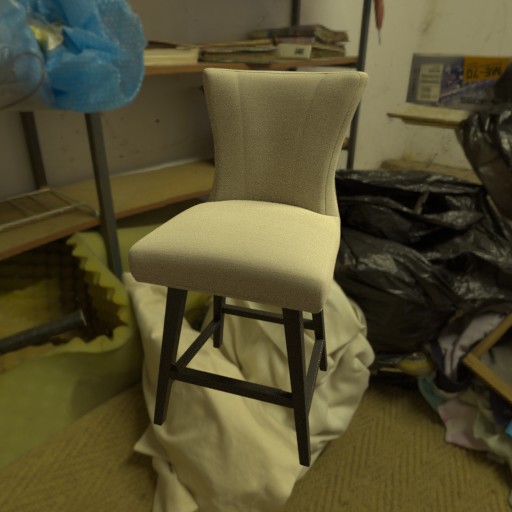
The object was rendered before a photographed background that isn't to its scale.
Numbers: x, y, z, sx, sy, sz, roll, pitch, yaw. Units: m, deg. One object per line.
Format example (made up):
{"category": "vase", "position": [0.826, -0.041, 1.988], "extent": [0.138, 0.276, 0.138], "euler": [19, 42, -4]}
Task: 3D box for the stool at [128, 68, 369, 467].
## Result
{"category": "stool", "position": [0.000, 0.000, 1.322], "extent": [0.514, 1.000, 0.574], "euler": [8, 28, 16]}
